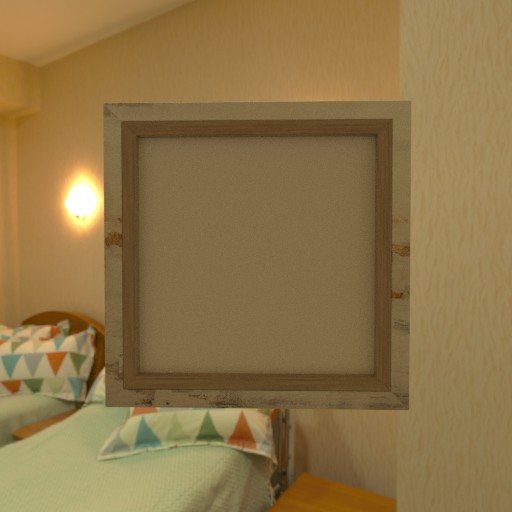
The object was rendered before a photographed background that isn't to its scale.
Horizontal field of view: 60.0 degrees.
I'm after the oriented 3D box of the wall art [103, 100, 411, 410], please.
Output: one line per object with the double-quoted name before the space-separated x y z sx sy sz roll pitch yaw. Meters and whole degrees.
"wall art" 0.000 0.000 1.107 0.753 0.755 0.038 0 1 2
